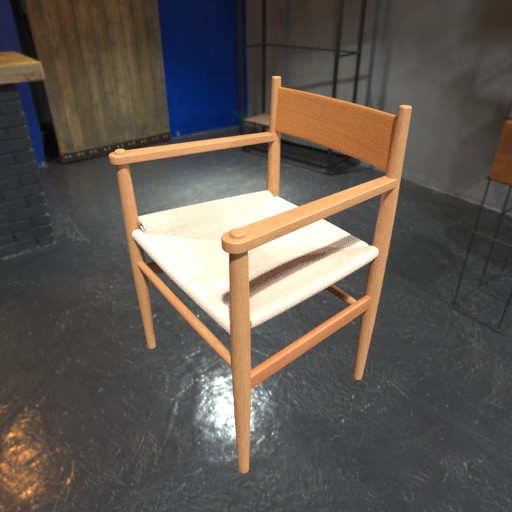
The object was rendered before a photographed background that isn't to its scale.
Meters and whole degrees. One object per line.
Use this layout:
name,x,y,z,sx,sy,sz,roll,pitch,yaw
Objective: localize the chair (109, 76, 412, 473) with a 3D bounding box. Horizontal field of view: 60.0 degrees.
chair,0.000,0.000,1.130,0.495,0.762,0.556,-20,37,-30
